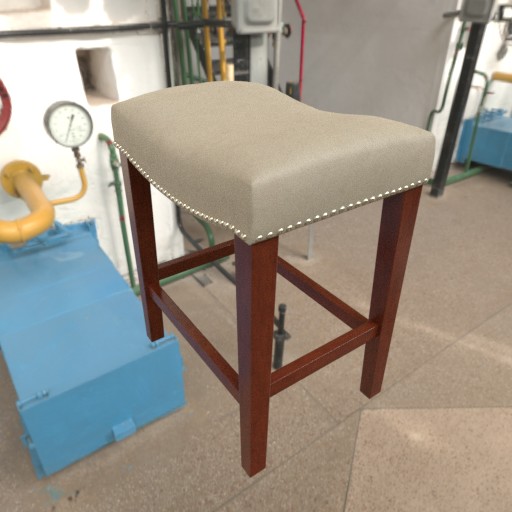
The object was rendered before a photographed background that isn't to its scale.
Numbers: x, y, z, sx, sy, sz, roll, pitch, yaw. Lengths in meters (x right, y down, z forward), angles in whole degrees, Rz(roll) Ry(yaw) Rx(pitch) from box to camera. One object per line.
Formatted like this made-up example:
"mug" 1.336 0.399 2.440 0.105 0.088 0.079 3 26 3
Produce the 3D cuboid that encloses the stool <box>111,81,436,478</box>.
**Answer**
"stool" 0.000 0.000 0.943 0.375 0.632 0.509 -20 37 -29
